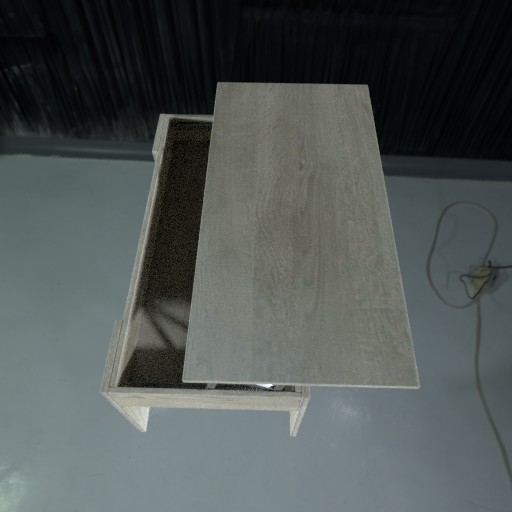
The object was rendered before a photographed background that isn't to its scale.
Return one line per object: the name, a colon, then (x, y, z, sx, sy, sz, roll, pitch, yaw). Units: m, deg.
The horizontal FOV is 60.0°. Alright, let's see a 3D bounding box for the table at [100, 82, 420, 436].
table: (0.000, 0.000, 1.437, 0.711, 0.570, 1.000, 1, 57, 1)
